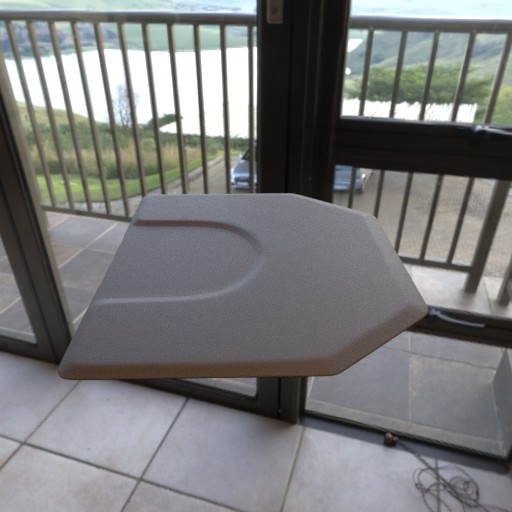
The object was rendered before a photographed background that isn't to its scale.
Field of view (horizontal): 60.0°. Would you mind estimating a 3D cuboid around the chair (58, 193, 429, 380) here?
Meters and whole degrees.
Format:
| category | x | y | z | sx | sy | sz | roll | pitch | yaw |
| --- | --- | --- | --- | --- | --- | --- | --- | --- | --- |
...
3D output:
| category | x | y | z | sx | sy | sz | roll | pitch | yaw |
| --- | --- | --- | --- | --- | --- | --- | --- | --- | --- |
| chair | 0.000 | 0.000 | 1.887 | 1.219 | 0.024 | 1.372 | -1 | 31 | -1 |
